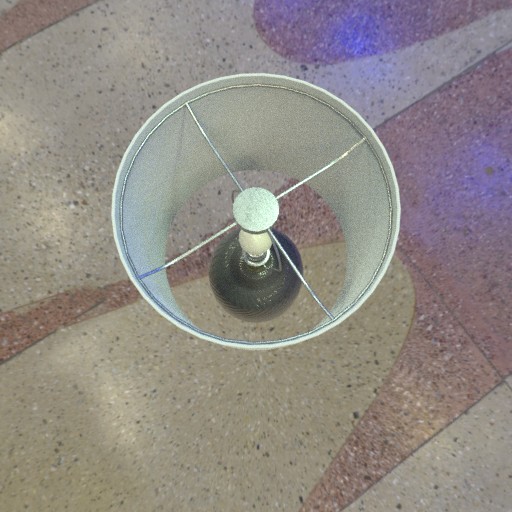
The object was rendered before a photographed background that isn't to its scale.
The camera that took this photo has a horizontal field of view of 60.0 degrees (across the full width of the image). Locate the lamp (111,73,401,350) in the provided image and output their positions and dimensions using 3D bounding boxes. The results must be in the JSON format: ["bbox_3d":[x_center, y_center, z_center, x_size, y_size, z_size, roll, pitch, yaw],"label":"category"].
[{"bbox_3d":[0.000,0.000,0.495,0.207,0.366,0.207,-32,80,-7],"label":"lamp"}]
